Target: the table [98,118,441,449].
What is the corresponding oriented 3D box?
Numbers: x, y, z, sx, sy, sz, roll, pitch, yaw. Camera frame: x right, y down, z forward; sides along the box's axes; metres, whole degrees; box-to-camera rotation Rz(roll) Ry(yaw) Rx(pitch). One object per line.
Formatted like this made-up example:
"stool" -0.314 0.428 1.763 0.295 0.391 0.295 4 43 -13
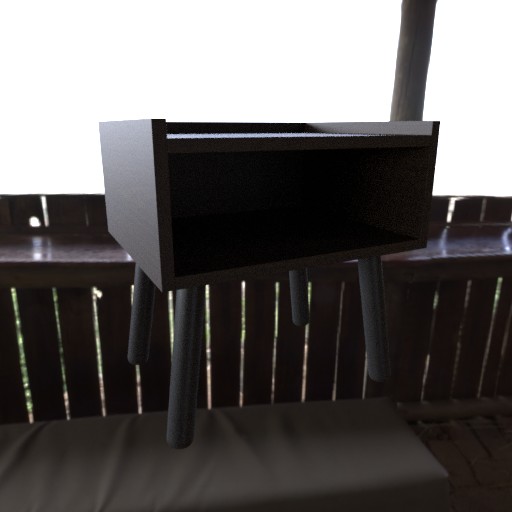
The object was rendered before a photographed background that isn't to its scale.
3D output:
"table" 0.000 0.000 0.807 0.450 0.470 0.370 -8 18 -26
